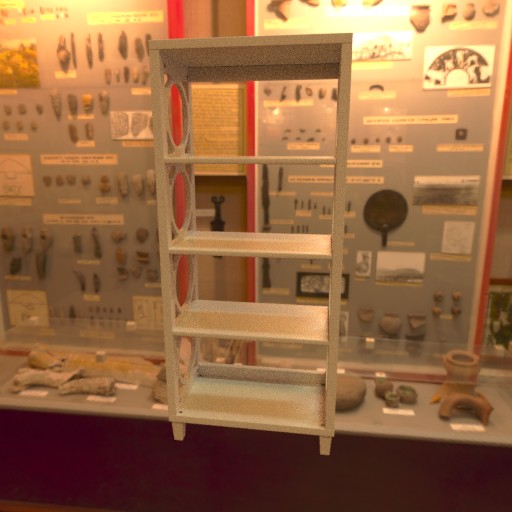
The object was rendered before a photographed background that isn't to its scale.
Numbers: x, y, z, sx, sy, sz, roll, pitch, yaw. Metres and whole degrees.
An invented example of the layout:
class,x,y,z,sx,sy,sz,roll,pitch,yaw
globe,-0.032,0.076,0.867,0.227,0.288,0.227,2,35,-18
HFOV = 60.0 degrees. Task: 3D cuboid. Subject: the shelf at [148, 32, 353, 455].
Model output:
class,x,y,z,sx,sy,sz,roll,pitch,yaw
shelf,0.000,0.000,1.631,0.611,1.411,0.340,2,14,8
